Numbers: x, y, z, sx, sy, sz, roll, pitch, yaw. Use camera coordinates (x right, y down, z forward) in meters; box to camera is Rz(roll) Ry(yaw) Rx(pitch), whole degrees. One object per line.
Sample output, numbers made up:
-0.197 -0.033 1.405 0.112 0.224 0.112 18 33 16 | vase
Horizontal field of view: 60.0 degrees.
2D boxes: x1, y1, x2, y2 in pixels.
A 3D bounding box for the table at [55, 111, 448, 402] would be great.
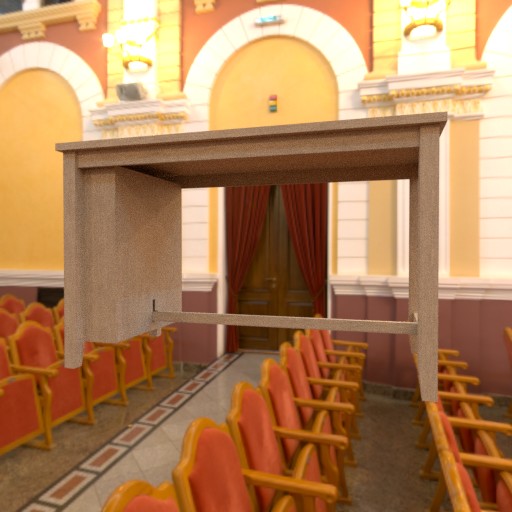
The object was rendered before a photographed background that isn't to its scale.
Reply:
0.000 0.000 1.865 1.397 0.874 0.729 0 1 17 | table
